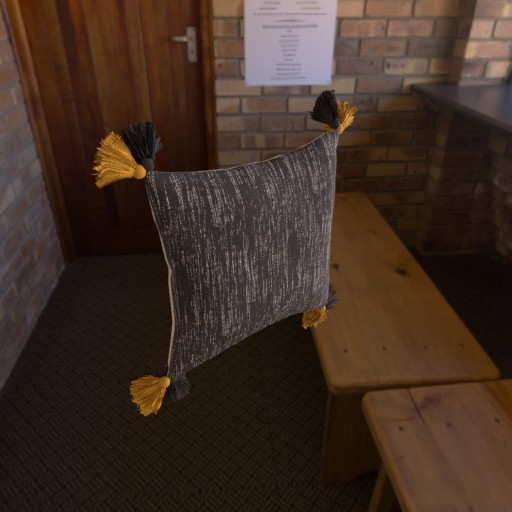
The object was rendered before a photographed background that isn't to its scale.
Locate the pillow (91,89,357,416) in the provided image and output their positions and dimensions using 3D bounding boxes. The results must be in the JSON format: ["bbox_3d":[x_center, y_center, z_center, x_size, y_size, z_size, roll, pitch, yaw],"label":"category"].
[{"bbox_3d":[0.000,0.000,0.989,0.654,0.659,0.139,-21,36,-32],"label":"pillow"}]
